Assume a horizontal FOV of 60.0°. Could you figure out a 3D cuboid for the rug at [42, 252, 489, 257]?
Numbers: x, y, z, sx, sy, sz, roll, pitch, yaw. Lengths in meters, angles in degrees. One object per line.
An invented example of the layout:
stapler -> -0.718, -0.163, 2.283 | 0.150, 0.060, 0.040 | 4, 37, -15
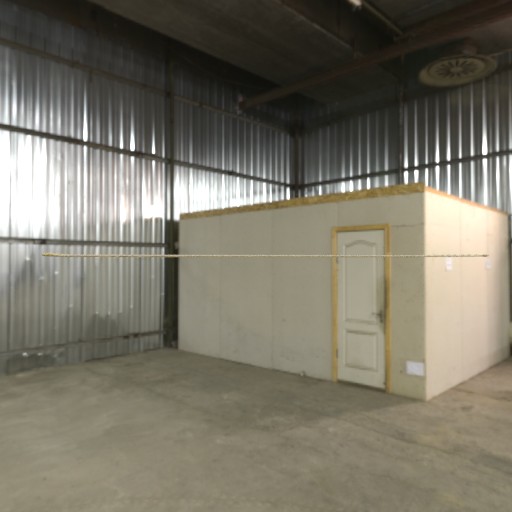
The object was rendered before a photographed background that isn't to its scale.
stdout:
rug -> 0.000, 0.000, 2.994 | 2.435, 0.018, 1.540 | 0, 0, -17
